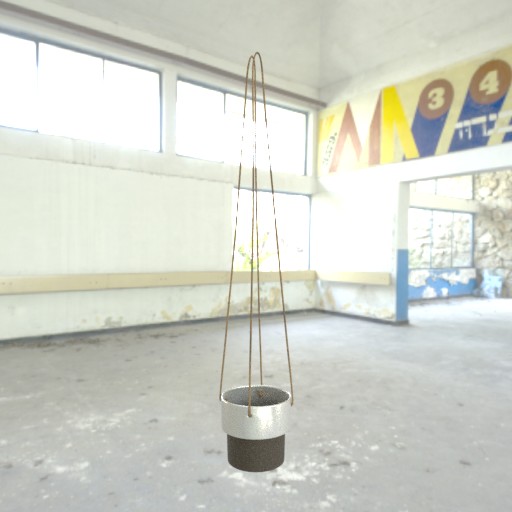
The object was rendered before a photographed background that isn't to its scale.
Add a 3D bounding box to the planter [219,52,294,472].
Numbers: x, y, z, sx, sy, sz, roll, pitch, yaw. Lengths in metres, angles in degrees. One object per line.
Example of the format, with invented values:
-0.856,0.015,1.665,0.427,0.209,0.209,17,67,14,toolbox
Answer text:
0.000,0.000,1.172,0.187,1.073,0.187,0,0,-36,planter
